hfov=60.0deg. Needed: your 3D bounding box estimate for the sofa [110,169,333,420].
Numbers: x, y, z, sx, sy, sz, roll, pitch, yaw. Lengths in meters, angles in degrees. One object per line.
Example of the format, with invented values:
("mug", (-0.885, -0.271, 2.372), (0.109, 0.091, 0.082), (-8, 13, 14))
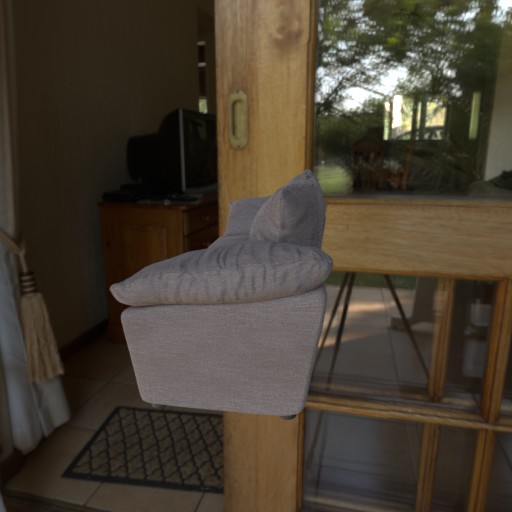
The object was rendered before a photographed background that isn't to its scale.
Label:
("sofa", (0.000, 0.000, 2.858), (0.927, 1.043, 2.390), (2, 14, 8))
